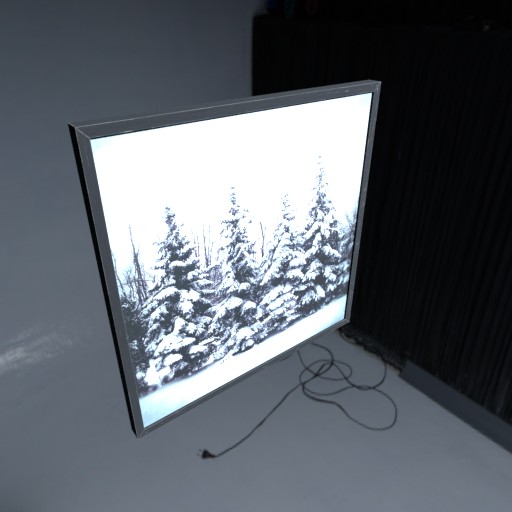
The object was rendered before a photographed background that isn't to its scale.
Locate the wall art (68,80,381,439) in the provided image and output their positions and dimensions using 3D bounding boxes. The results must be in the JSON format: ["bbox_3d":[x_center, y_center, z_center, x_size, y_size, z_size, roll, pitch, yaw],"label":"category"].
[{"bbox_3d":[0.000,0.000,1.115,0.761,0.761,0.037,-21,36,-32],"label":"wall art"}]
